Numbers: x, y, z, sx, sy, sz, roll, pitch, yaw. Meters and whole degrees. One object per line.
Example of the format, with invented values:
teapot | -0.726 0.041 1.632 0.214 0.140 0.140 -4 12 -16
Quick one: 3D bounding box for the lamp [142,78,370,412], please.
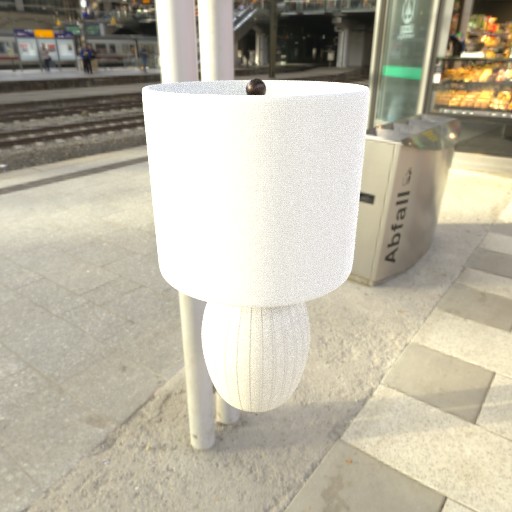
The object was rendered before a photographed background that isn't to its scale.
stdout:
lamp | 0.000 0.000 0.766 0.328 0.570 0.328 0 25 0
